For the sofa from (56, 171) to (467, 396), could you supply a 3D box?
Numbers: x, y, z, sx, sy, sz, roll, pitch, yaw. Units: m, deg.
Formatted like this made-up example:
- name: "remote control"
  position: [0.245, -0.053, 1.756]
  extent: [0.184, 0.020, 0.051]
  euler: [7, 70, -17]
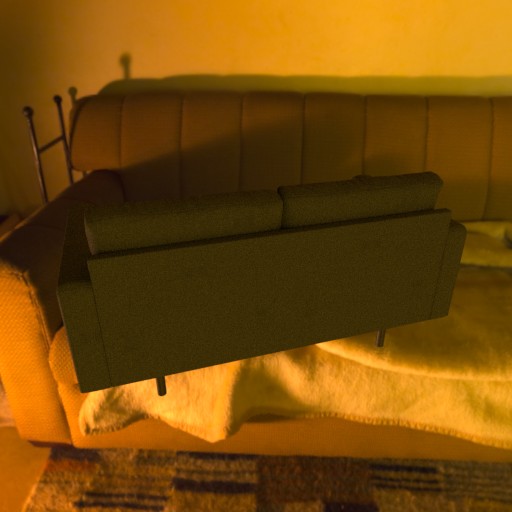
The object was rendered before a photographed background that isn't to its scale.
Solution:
- name: "sofa"
  position: [0.000, 0.000, 2.219]
  extent: [1.730, 0.897, 0.889]
  euler: [-8, 28, -16]
